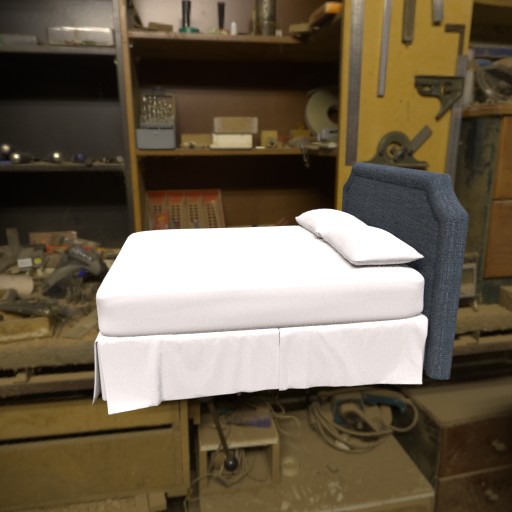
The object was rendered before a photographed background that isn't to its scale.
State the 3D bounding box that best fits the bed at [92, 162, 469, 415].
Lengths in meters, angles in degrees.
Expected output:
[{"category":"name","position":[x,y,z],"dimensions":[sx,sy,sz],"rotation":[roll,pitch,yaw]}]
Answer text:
[{"category":"bed","position":[0.000,0.000,3.327],"dimensions":[2.208,1.297,1.828],"rotation":[-2,15,-8]}]
